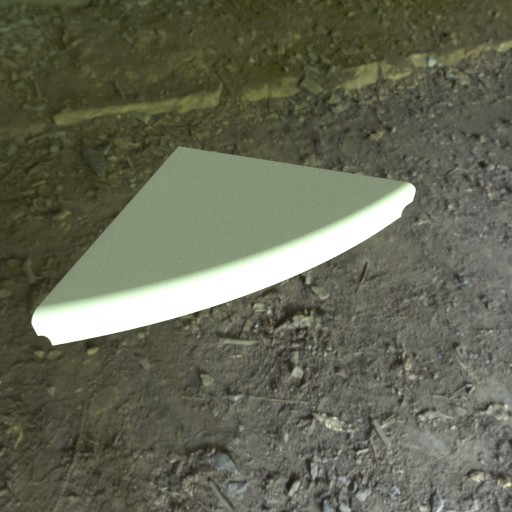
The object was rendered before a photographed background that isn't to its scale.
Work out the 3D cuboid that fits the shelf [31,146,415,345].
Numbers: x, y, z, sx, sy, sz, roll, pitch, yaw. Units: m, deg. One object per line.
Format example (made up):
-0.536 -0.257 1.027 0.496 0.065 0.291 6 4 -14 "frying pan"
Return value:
0.000 0.000 0.468 0.310 0.050 0.310 11 43 12 "shelf"
